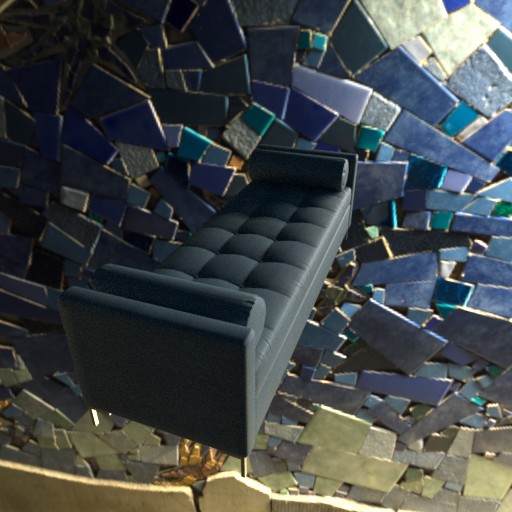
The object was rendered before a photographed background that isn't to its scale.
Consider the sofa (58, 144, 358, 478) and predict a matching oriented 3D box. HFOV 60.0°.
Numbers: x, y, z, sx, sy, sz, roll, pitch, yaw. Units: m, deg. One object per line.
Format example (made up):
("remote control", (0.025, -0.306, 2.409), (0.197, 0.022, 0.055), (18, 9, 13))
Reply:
("sofa", (0.000, 0.000, 2.311), (0.686, 0.635, 1.981), (10, 31, 18))
